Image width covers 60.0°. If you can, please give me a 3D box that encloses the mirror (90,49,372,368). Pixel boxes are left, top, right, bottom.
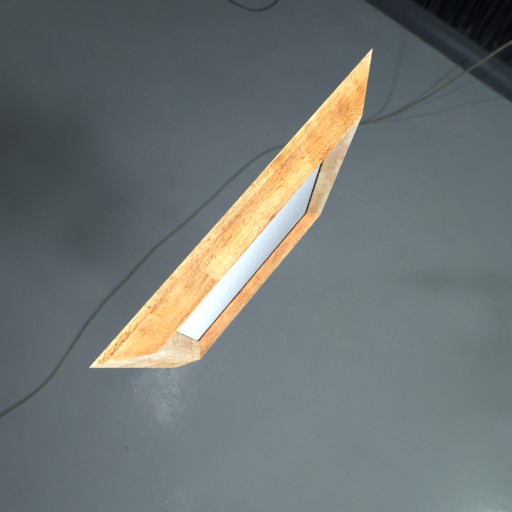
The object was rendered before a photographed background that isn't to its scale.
[{"bbox_3d":[0.000,0.000,0.969,0.047,0.651,0.651,39,79,9],"label":"mirror"}]
